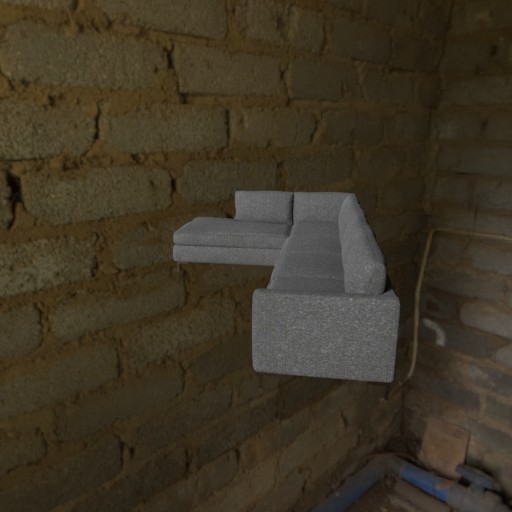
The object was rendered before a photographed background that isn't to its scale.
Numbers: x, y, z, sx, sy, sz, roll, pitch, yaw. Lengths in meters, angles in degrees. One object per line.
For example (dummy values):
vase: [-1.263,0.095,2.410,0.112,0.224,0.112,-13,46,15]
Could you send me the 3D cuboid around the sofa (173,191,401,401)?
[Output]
sofa: [0.000,0.000,3.904,2.007,0.815,2.949,2,16,8]
